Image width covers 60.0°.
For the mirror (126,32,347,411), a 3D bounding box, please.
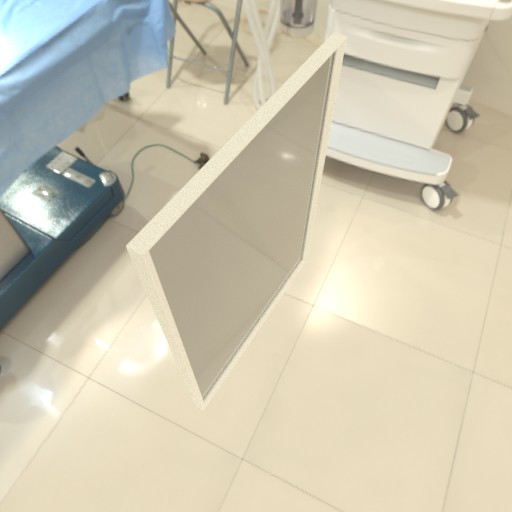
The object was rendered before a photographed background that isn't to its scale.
[{"bbox_3d":[0.000,0.000,1.341,0.041,1.016,0.762,28,61,17],"label":"mirror"}]
